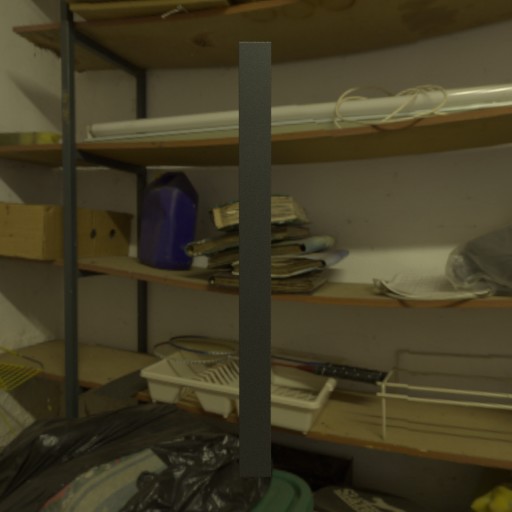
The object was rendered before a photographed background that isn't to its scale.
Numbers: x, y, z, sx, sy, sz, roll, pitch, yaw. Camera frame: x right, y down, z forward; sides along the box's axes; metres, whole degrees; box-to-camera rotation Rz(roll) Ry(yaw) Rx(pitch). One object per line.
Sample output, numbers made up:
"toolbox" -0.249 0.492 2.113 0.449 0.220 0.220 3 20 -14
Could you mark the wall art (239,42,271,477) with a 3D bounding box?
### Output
"wall art" 0.000 0.000 0.768 0.037 0.506 0.506 0 2 0
